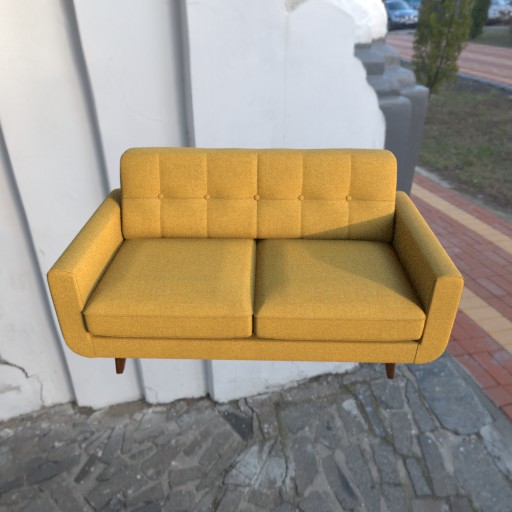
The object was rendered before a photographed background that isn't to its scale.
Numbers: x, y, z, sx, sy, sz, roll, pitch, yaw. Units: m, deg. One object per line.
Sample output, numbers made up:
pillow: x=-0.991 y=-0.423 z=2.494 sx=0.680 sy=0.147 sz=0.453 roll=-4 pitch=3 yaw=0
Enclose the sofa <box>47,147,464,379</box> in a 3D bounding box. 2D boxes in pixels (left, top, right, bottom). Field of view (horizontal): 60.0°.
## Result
sofa: x=0.000 y=0.000 z=2.149 sx=1.631 sy=0.841 sz=0.909 roll=1 pitch=30 yaw=1
